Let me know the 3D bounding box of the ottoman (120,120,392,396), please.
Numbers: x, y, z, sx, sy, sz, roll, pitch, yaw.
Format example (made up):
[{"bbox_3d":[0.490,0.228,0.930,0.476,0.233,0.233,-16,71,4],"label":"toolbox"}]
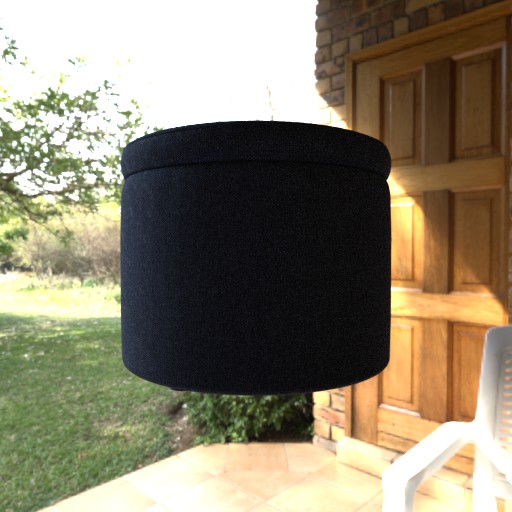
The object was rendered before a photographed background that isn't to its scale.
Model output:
[{"bbox_3d":[0.000,0.000,0.889,0.520,0.430,0.520,0,1,0],"label":"ottoman"}]
